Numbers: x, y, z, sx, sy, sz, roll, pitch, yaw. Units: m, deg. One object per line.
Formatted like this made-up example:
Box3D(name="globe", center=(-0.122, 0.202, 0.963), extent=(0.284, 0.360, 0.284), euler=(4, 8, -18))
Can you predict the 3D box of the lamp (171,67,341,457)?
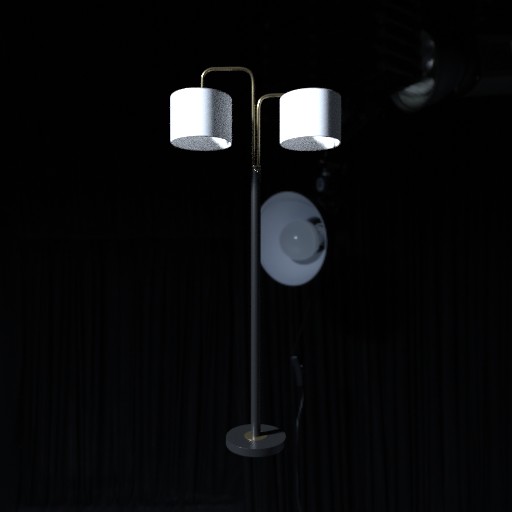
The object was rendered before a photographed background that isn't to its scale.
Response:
Box3D(name="lamp", center=(0.000, 0.000, 1.872), extent=(0.711, 1.587, 0.254), euler=(0, 1, 0))
